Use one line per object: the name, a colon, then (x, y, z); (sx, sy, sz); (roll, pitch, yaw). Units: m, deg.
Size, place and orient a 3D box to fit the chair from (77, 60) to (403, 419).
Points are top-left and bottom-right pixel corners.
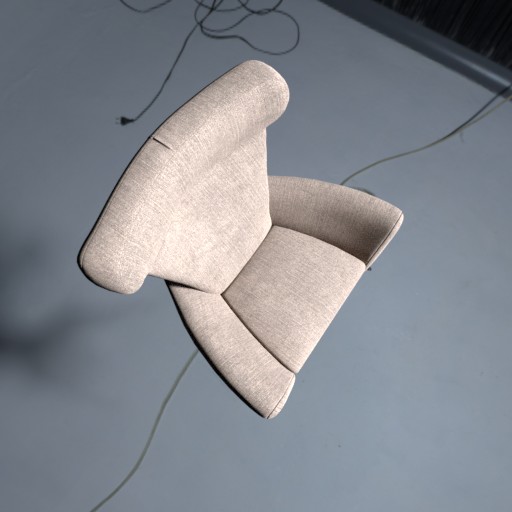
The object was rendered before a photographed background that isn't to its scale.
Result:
chair: (0.000, 0.000, 1.793); (0.900, 1.040, 0.980); (34, 77, 9)
